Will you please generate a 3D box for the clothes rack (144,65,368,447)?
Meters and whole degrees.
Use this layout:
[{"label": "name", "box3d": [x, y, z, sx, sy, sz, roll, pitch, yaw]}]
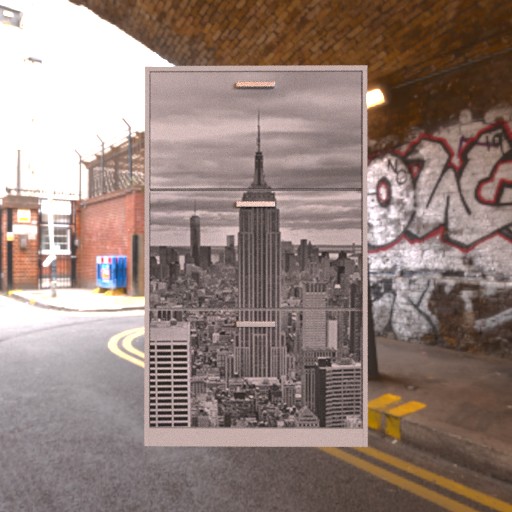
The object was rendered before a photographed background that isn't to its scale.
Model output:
[{"label": "clothes rack", "box3d": [0.000, 0.000, 1.600, 0.750, 1.280, 0.250, 0, 0, 0]}]
